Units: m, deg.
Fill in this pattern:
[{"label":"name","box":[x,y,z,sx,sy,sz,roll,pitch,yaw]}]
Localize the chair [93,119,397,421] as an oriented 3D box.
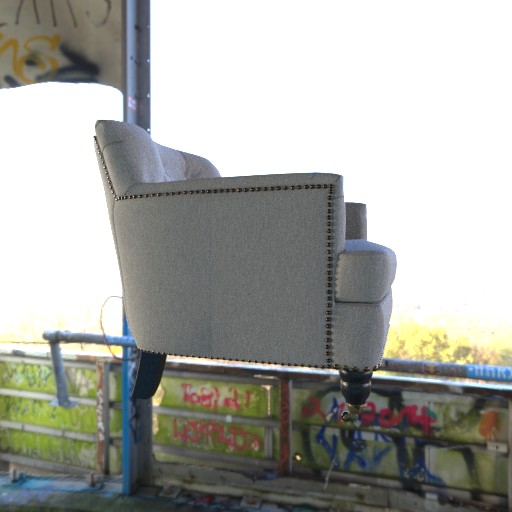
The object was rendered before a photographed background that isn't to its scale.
[{"label":"chair","box":[0.000,0.000,1.490,0.902,0.823,0.737,0,0,19]}]
